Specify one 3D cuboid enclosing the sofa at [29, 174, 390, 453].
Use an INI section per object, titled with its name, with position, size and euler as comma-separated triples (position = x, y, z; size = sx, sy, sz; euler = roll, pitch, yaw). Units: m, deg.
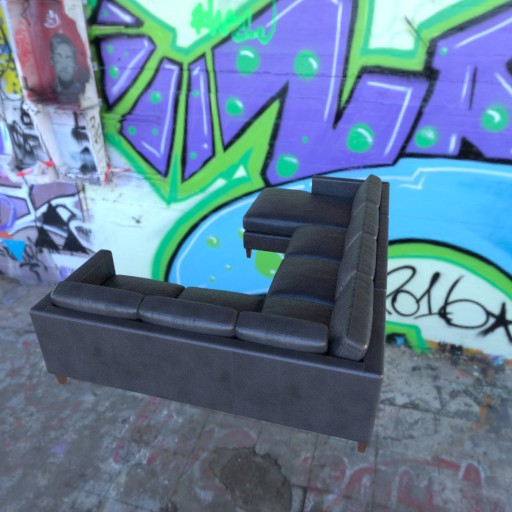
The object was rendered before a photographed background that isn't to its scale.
[sofa]
position = 0.000, 0.000, 4.384
size = 2.452, 0.891, 3.324
euler = 8, 31, 13
